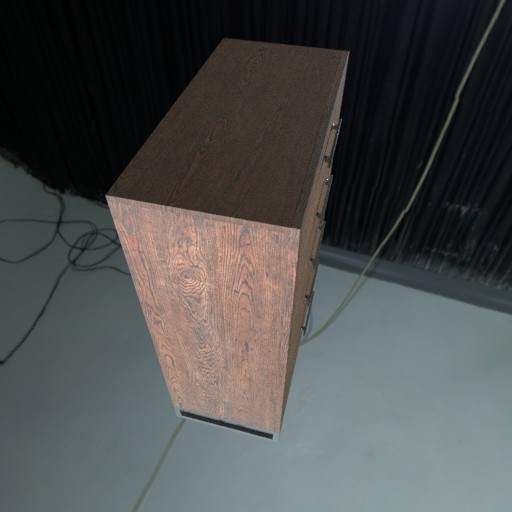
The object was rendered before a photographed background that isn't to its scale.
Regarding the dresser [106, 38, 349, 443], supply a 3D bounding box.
[{"bbox_3d":[0.000,0.000,1.830,0.508,1.321,0.965,11,49,10],"label":"dresser"}]
